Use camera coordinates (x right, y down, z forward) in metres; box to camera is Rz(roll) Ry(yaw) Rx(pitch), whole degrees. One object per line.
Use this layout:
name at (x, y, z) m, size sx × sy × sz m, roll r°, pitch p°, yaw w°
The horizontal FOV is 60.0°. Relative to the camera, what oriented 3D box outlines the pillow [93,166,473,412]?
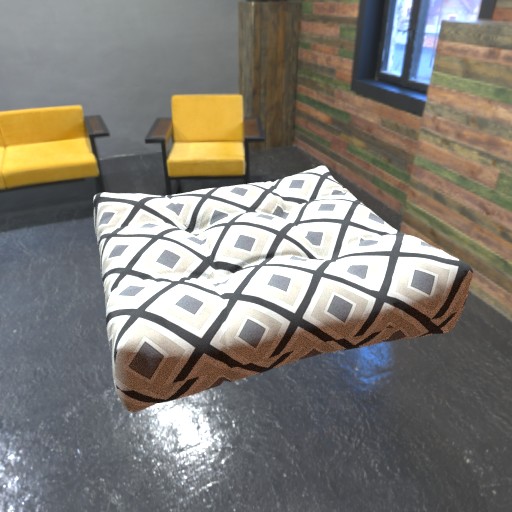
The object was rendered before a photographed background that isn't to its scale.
pillow at (0.000, 0.000, 0.731) m, size 0.490 × 0.128 × 0.468 m, roll -10°, pitch 32°, yaw -17°
